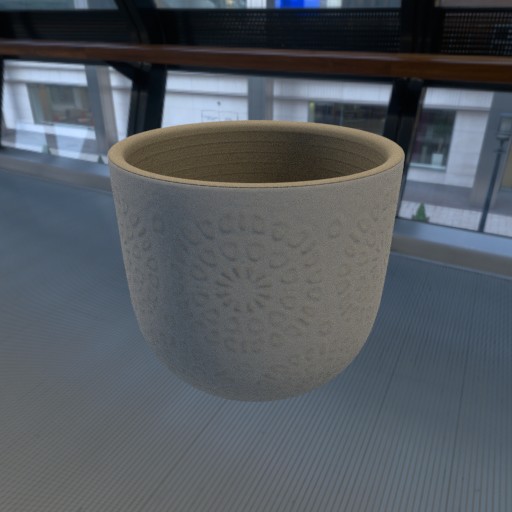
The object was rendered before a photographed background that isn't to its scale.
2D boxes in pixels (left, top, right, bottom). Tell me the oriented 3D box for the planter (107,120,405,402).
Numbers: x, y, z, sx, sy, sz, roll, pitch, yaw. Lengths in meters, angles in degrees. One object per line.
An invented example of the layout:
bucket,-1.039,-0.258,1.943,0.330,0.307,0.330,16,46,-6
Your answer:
planter,0.000,0.000,0.217,0.124,0.109,0.124,0,26,0
